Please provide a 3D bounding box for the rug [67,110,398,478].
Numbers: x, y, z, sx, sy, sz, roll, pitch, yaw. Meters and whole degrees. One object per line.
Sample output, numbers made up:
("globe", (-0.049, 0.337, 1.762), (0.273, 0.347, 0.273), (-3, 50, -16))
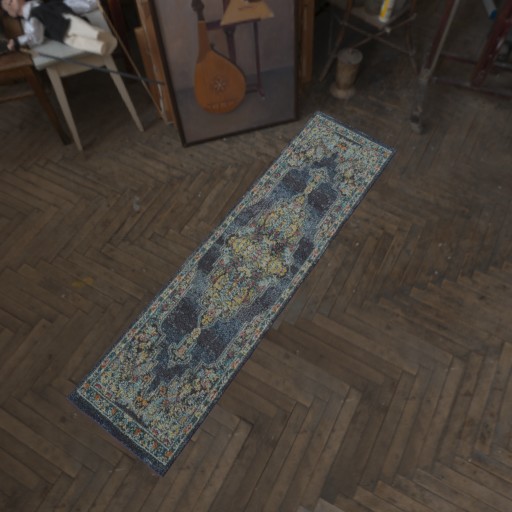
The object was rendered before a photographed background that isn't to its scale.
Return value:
("rug", (0.000, 0.000, 2.455), (0.602, 0.016, 2.283), (32, 67, 16))
